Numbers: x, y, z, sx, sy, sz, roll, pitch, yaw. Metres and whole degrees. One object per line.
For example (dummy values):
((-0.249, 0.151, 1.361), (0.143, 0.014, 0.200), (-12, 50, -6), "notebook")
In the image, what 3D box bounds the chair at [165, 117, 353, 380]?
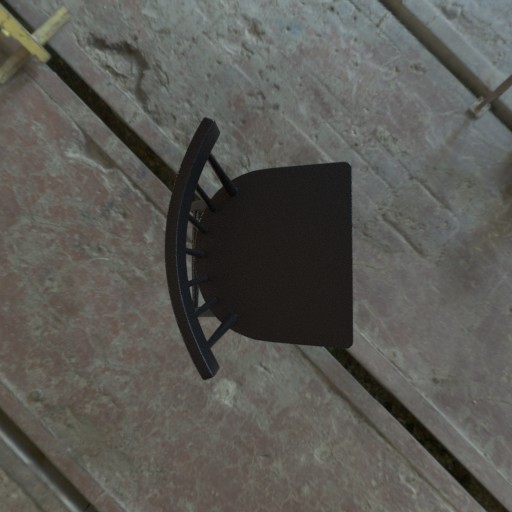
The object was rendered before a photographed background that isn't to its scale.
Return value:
((0.000, 0.000, 1.264), (0.572, 0.952, 0.483), (0, 88, 0), "chair")
